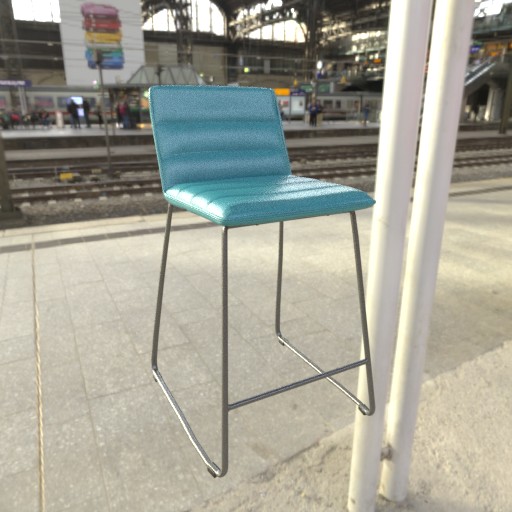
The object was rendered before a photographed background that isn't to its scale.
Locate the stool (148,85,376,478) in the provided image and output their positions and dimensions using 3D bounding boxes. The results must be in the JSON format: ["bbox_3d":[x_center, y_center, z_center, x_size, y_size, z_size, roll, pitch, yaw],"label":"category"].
[{"bbox_3d":[0.000,0.000,1.180,0.489,0.866,0.524,-10,21,-27],"label":"stool"}]
